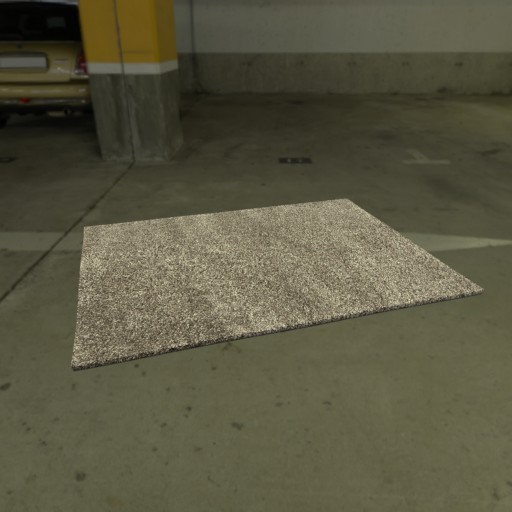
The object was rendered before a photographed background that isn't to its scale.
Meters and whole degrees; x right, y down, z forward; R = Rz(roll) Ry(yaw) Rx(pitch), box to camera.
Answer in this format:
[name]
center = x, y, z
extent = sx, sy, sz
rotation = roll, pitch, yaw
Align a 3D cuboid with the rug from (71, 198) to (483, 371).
[rug]
center = 0.000, 0.000, 2.131
extent = 1.601, 0.025, 1.198
rotation = -8, 28, -15
